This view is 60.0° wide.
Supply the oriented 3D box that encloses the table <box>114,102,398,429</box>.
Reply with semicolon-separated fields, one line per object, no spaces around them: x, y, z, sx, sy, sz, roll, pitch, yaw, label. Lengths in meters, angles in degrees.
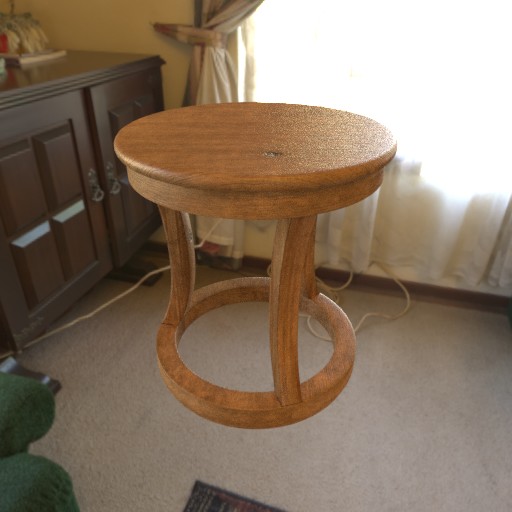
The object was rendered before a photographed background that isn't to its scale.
0.000;0.000;0.810;0.432;0.460;0.432;0;30;0;table
